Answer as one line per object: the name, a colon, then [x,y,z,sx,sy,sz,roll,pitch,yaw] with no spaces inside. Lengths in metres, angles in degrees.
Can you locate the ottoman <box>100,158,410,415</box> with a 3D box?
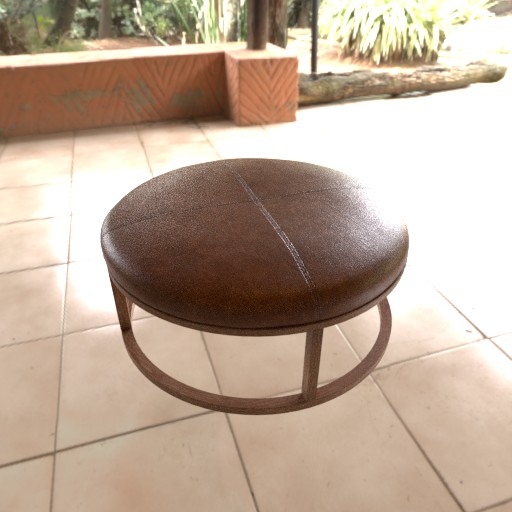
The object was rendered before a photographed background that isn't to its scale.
ottoman: [0.000,0.000,1.571,1.006,0.445,1.006,0,33,0]
